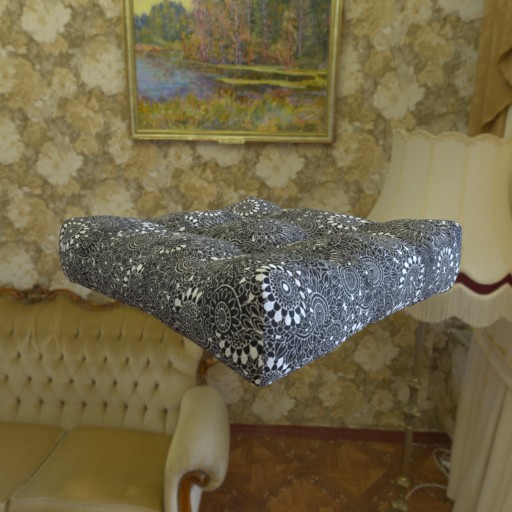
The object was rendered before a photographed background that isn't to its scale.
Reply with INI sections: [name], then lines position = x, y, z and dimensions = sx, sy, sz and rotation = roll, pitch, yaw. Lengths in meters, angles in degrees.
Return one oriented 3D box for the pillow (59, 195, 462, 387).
[pillow]
position = 0.000, 0.000, 0.717
dimensions = 0.468, 0.128, 0.490
rotation = -14, 20, -43
